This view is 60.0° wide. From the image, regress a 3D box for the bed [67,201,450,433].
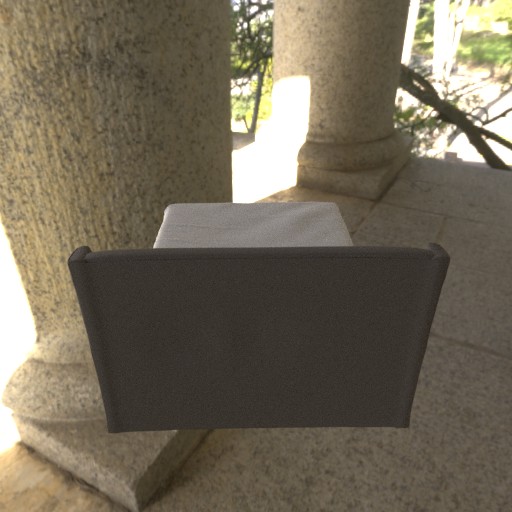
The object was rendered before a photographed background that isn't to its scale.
[{"bbox_3d":[0.000,0.000,3.470,1.925,1.332,2.276,-1,30,-1],"label":"bed"}]
